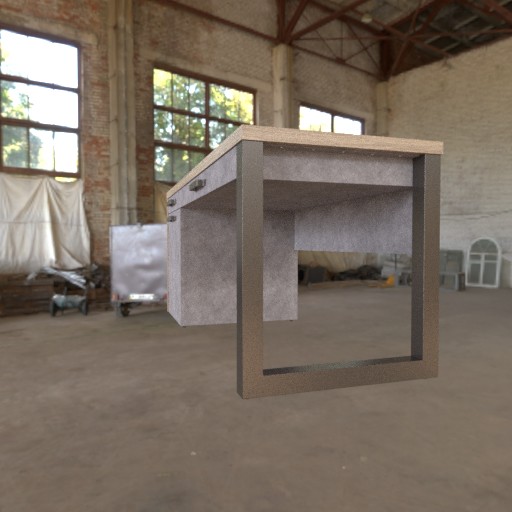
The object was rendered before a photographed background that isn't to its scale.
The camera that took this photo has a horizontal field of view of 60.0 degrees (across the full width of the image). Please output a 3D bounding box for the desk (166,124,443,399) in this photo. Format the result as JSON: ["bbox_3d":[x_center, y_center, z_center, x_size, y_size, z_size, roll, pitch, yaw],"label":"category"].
[{"bbox_3d":[0.000,0.000,2.111,0.690,0.760,1.700,-1,2,-18],"label":"desk"}]
